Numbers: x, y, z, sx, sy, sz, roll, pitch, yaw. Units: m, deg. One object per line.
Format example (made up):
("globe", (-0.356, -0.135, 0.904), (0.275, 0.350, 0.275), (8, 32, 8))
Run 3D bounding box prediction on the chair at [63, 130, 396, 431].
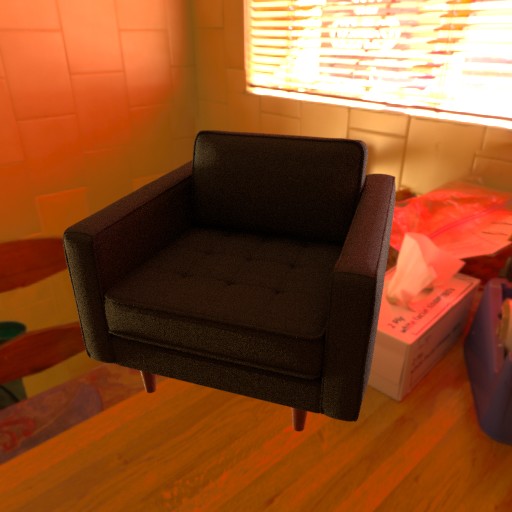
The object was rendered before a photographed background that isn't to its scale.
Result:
("chair", (0.000, 0.000, 1.590), (0.899, 0.770, 0.919), (8, 28, 16))
